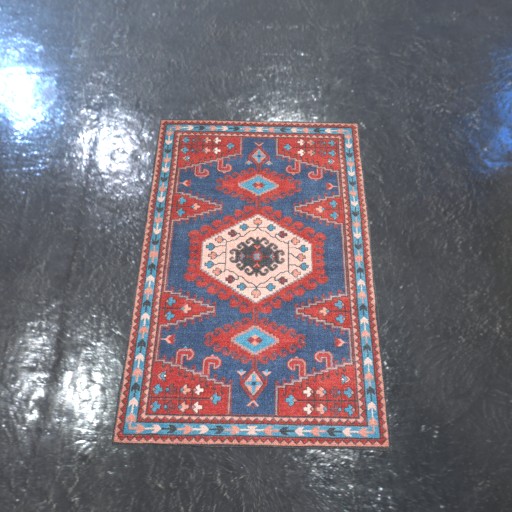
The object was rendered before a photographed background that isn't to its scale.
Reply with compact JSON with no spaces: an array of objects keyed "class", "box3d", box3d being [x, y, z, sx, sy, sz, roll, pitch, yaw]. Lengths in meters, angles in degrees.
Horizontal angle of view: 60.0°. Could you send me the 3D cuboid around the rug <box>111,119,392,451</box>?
[{"class":"rug","box3d":[0.000,0.000,2.283,1.207,0.012,1.820,1,64,1]}]
